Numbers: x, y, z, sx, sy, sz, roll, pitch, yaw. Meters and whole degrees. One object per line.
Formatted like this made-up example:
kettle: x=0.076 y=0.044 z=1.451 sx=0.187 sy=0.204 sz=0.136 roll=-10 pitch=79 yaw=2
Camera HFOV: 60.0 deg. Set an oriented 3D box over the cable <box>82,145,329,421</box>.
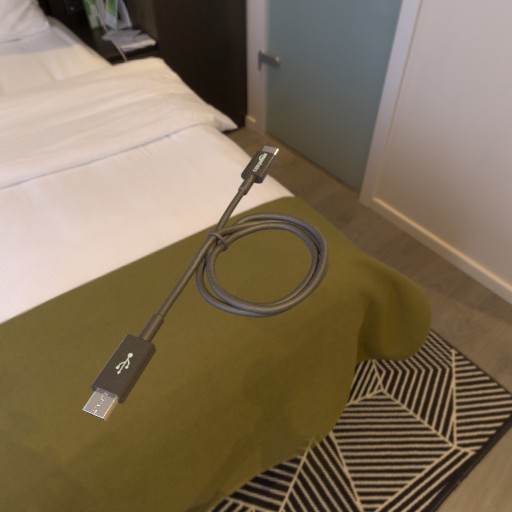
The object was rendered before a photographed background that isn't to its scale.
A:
cable: x=0.000 y=0.000 z=0.218 sx=0.070 sy=0.014 sz=0.192 roll=16 pitch=49 yaw=15
